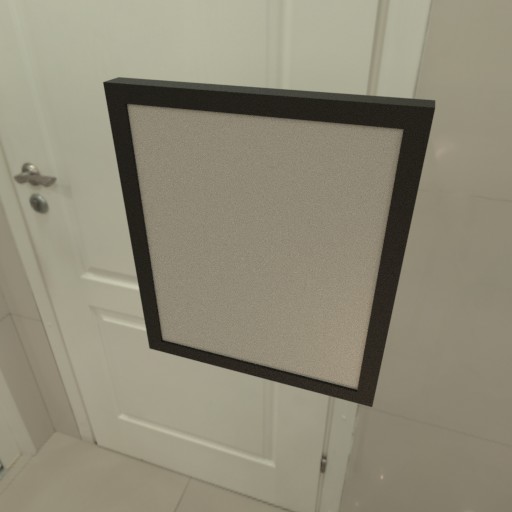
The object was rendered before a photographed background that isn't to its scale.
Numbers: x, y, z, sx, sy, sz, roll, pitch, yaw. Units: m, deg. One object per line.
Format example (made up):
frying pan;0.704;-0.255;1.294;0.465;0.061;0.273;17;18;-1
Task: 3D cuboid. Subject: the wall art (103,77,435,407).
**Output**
wall art;0.000;0.000;0.533;0.330;0.381;0.029;10;34;16
